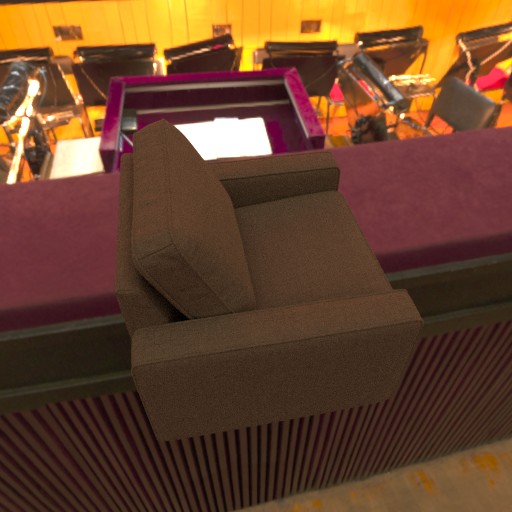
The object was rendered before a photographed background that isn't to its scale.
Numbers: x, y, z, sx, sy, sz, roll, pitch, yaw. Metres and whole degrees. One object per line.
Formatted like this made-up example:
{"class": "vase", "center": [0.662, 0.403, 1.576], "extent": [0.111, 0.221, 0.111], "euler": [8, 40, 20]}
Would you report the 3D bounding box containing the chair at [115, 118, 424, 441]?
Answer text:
{"class": "chair", "center": [0.000, 0.000, 1.755], "extent": [0.940, 0.919, 1.017], "euler": [-8, 46, -7]}
